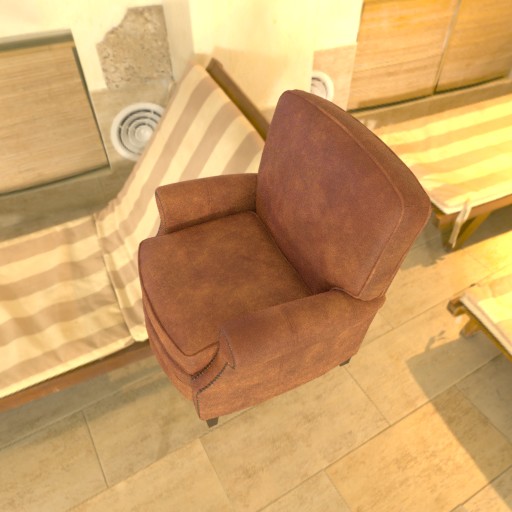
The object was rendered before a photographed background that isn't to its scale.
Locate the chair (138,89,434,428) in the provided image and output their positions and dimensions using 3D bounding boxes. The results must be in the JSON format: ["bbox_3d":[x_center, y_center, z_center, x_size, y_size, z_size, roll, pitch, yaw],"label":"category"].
[{"bbox_3d":[0.000,0.000,1.777,0.986,1.018,0.936,-18,49,-17],"label":"chair"}]
